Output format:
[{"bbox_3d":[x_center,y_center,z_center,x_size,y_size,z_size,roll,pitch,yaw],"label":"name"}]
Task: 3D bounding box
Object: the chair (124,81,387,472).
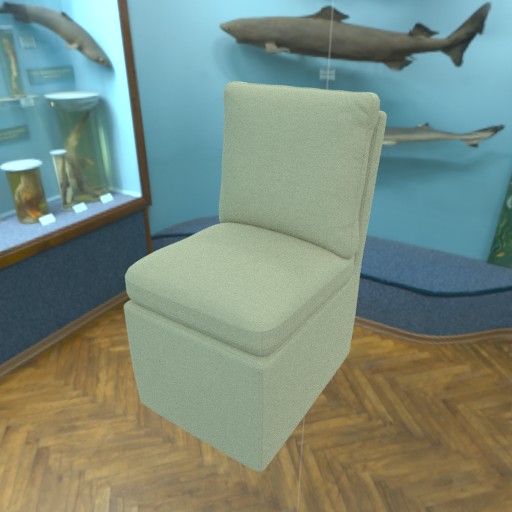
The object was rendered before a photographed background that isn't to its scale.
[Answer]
[{"bbox_3d":[0.000,0.000,1.343,0.503,0.927,0.698,17,32,29],"label":"chair"}]
